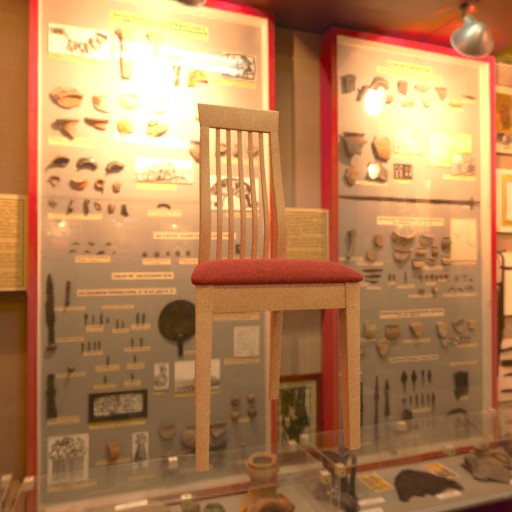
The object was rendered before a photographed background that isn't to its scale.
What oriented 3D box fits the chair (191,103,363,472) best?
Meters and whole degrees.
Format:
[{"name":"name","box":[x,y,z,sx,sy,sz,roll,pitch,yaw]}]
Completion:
[{"name":"chair","box":[0.000,0.000,1.332,0.460,1.027,0.474,0,-1,-17]}]
